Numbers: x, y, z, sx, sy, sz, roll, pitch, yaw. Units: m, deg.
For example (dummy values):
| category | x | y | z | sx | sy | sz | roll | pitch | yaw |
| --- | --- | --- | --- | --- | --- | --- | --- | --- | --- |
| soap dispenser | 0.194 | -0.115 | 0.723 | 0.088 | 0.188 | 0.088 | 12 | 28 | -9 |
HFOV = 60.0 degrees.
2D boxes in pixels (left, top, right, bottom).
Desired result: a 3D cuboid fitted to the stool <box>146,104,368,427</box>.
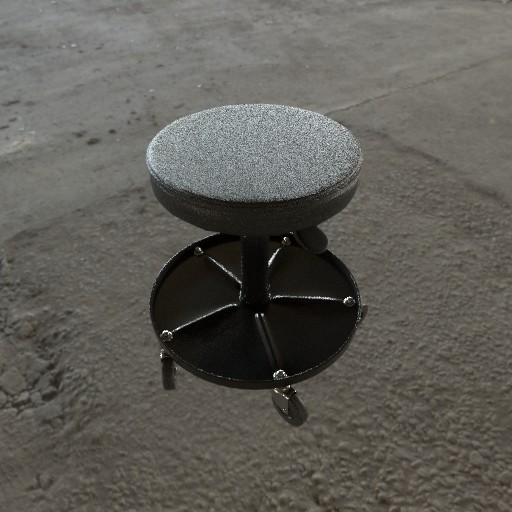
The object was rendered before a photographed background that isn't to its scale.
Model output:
| category | x | y | z | sx | sy | sz | roll | pitch | yaw |
| --- | --- | --- | --- | --- | --- | --- | --- | --- | --- |
| stool | 0.000 | 0.000 | 0.675 | 0.381 | 0.365 | 0.382 | -26 | 47 | -26 |
